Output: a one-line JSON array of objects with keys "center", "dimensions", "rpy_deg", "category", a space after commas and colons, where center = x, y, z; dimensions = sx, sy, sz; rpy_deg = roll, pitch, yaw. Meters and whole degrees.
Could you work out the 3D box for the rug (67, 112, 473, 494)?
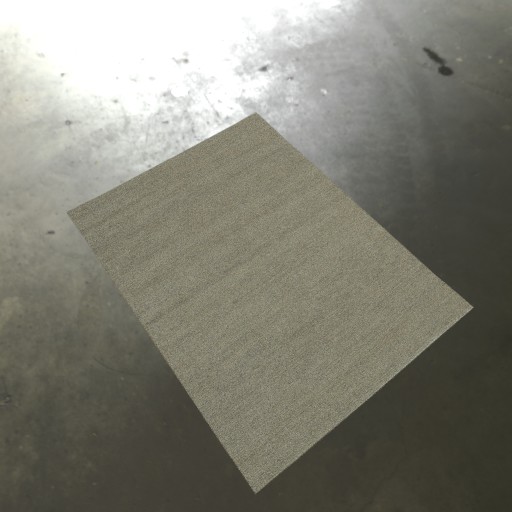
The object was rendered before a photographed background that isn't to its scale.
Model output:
[{"center": [0.000, 0.000, 4.771], "dimensions": [2.757, 0.051, 3.626], "rpy_deg": [-33, 64, -18], "category": "rug"}]
